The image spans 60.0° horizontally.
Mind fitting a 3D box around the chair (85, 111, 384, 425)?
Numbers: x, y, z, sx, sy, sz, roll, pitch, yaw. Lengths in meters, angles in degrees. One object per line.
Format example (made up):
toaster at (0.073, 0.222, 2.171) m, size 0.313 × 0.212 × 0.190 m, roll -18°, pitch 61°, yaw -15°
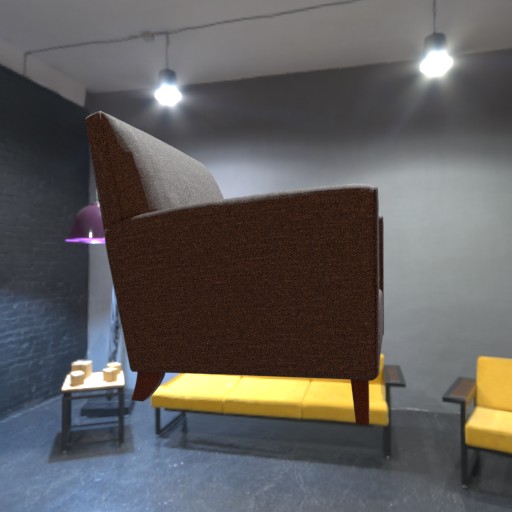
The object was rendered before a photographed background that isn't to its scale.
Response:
chair at (0.000, 0.000, 1.598) m, size 0.875 × 0.885 × 0.838 m, roll 0°, pitch -1°, yaw 17°
